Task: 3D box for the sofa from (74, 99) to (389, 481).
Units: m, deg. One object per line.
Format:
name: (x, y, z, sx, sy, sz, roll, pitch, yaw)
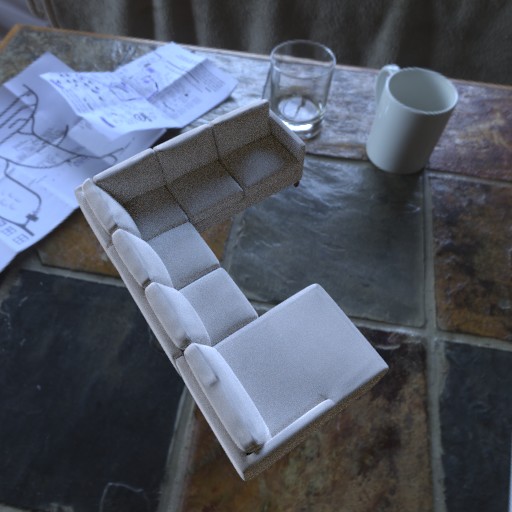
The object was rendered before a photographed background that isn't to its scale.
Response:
sofa: (0.000, 0.000, 4.708, 2.593, 0.956, 3.459, -30, 63, -17)
